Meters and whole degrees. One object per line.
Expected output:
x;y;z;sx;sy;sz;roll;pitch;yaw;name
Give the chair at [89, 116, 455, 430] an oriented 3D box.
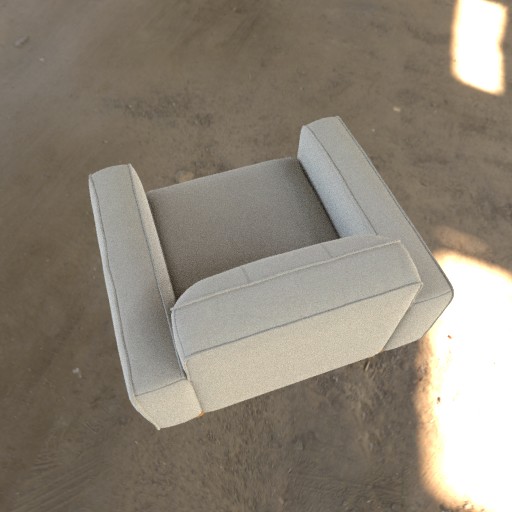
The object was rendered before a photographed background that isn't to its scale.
0.000;0.000;1.735;1.115;0.779;0.953;-16;58;-10;chair
